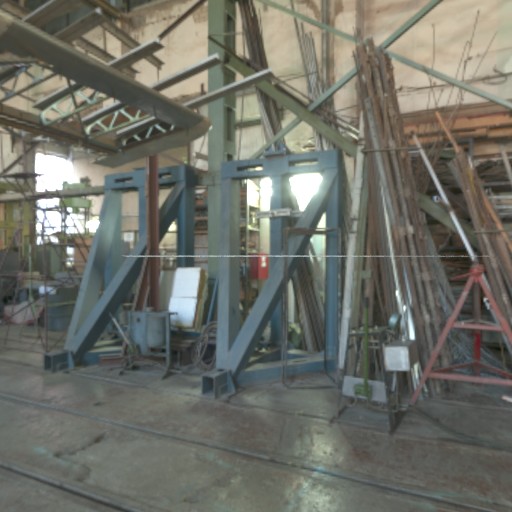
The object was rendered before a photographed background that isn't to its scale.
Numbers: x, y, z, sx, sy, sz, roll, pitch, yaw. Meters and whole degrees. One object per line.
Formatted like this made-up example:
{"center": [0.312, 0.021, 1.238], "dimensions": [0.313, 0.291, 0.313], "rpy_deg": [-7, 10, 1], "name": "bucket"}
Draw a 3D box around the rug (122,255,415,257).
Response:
{"center": [0.000, 0.000, 4.241], "dimensions": [2.439, 0.005, 3.201], "rpy_deg": [0, 0, -17], "name": "rug"}
